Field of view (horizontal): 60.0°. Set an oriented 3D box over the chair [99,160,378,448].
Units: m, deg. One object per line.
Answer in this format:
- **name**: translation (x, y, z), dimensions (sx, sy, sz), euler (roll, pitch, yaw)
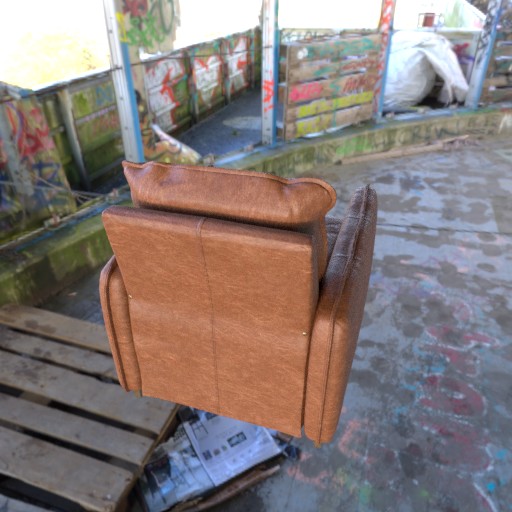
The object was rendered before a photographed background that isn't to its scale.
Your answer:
- **chair**: translation (0.000, 0.000, 1.646), dimensions (0.830, 0.922, 0.922), euler (10, 33, 15)
